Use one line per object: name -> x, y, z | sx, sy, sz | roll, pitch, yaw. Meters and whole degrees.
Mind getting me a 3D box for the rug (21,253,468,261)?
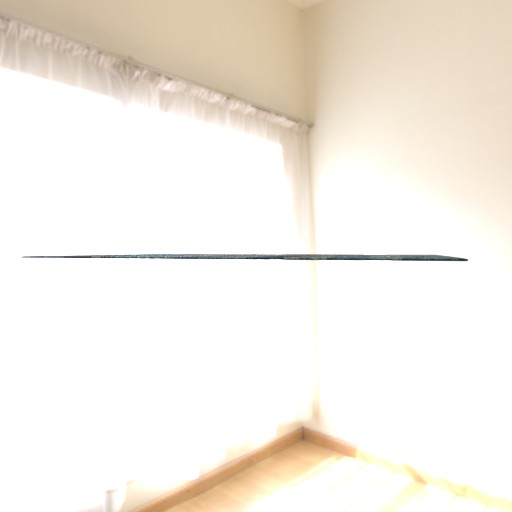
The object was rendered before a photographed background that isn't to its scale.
rug -> 0.000, 0.000, 2.282 | 1.836, 0.009, 1.232 | 0, 1, 18
